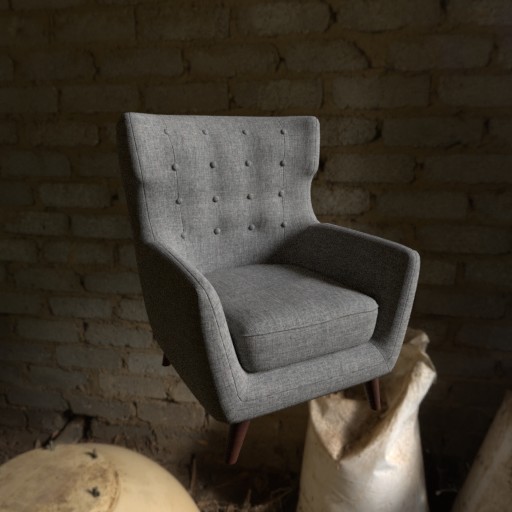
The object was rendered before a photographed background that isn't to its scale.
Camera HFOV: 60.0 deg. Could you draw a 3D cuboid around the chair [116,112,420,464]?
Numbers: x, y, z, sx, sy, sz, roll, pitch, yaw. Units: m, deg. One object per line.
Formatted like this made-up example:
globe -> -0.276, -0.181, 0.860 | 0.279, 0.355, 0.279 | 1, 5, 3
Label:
chair -> 0.000, 0.000, 1.718 | 0.878, 1.063, 0.904 | -8, 17, -27
